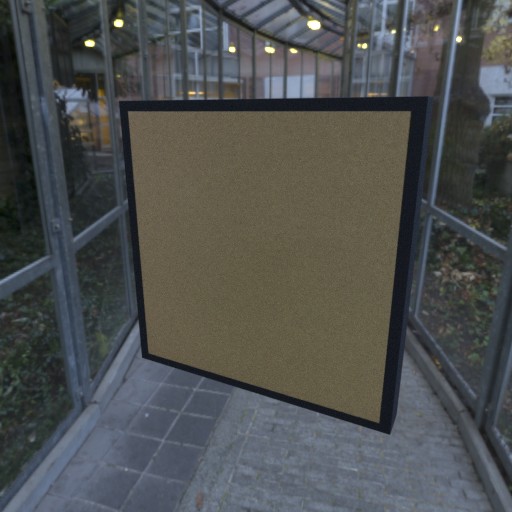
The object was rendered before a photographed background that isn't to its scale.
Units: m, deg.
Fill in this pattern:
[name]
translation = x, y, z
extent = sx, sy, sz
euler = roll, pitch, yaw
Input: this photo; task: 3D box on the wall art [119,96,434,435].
[wall art]
translation = 0.000, 0.000, 0.456
extent = 0.305, 0.304, 0.033
euler = 9, 20, 26
